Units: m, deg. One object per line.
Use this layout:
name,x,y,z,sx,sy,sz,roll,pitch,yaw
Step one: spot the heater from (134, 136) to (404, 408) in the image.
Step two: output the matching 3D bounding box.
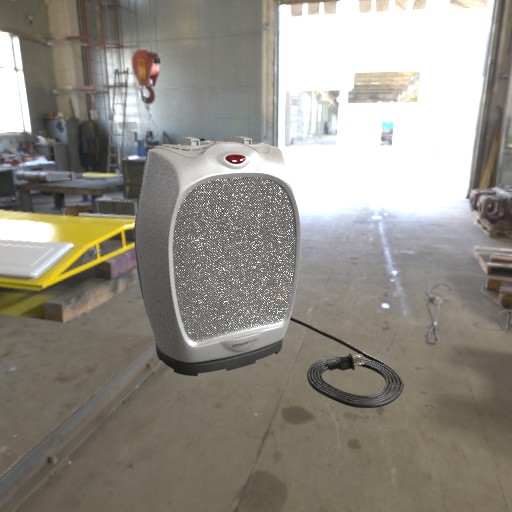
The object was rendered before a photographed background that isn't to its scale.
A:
heater,0.000,0.000,0.493,0.239,0.255,0.291,-9,18,-27
